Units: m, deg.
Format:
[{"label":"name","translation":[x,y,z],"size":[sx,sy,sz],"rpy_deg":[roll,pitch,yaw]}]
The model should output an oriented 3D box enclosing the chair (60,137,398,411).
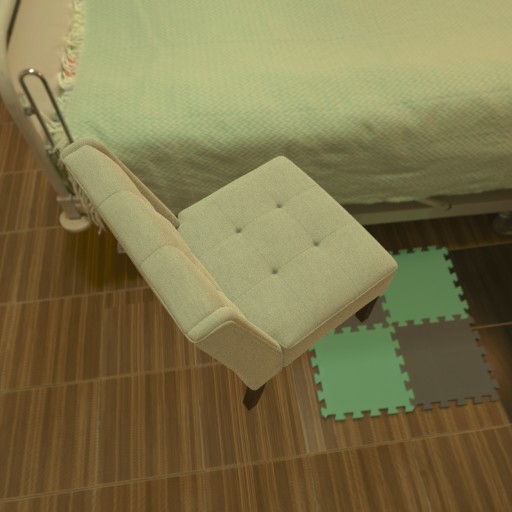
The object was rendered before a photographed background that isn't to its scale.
[{"label":"chair","translation":[0.000,0.000,1.310],"size":[0.676,0.853,0.569],"rpy_deg":[-33,64,-18]}]
